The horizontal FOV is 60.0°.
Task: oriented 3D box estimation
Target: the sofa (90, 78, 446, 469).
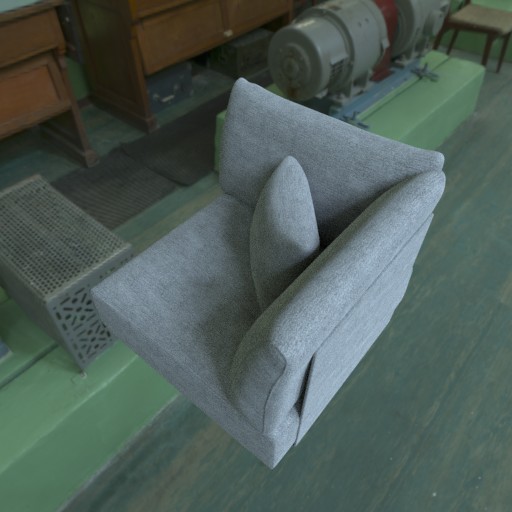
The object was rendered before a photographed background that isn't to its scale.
[{"bbox_3d":[0.000,0.000,1.728,1.000,0.820,1.000,31,54,26],"label":"sofa"}]
